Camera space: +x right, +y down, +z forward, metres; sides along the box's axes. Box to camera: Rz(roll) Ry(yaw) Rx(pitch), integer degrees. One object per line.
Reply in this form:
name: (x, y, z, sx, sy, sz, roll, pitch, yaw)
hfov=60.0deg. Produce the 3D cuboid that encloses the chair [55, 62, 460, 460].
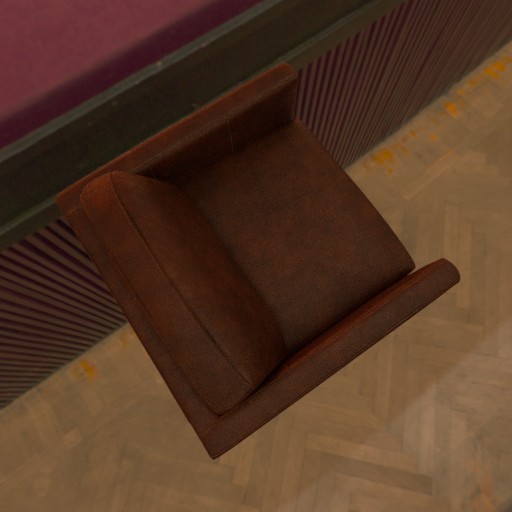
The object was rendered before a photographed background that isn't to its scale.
chair: (0.000, 0.000, 1.697, 0.975, 0.864, 0.990, -33, 78, -8)
